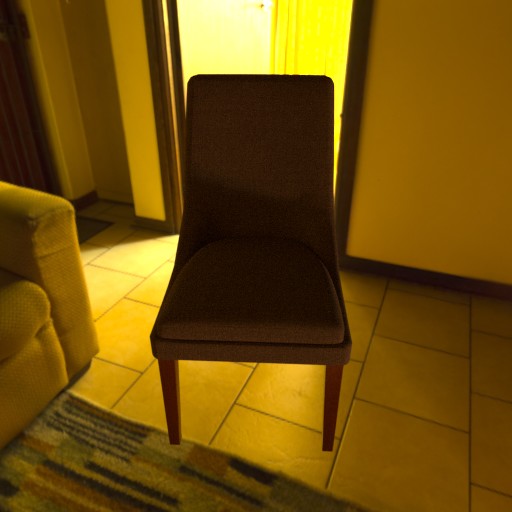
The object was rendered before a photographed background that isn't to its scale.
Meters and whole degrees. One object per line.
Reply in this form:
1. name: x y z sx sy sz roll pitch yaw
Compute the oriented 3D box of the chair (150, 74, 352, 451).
1. chair: 0.000 0.000 1.344 0.508 0.952 0.655 1 30 2
